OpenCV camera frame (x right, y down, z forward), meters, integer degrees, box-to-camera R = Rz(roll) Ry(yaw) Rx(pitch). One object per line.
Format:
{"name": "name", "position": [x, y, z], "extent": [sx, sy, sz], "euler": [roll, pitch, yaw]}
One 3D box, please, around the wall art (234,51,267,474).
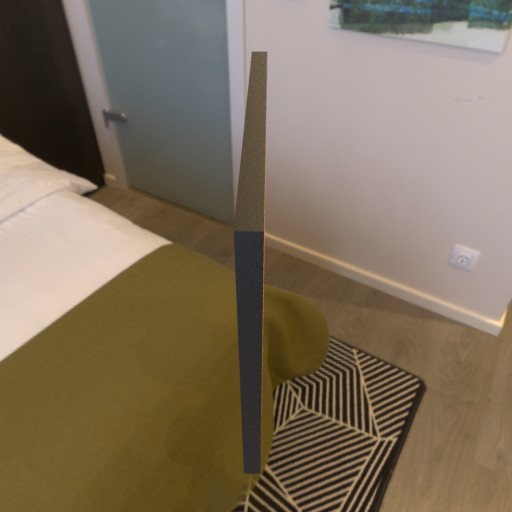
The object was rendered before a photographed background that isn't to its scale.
{"name": "wall art", "position": [0.000, 0.000, 1.138], "extent": [0.042, 0.766, 0.769], "euler": [1, 41, 1]}
